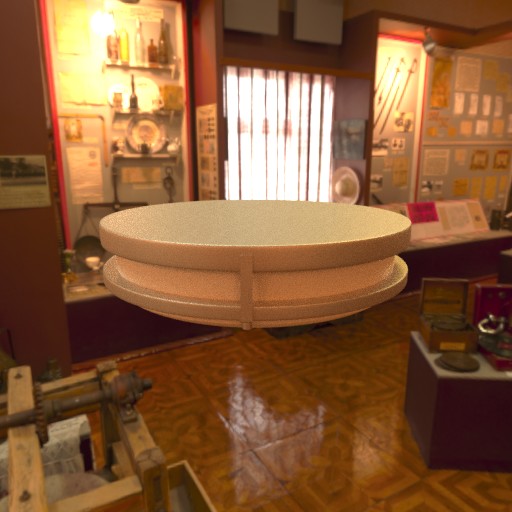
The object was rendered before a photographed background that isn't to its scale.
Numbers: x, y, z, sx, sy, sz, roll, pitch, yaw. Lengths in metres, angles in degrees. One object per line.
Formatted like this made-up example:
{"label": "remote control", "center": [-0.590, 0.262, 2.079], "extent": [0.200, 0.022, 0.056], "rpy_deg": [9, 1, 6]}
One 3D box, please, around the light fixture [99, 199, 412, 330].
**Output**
{"label": "light fixture", "center": [0.000, 0.000, 0.543], "extent": [0.356, 0.102, 0.356], "rpy_deg": [0, 13, 0]}
